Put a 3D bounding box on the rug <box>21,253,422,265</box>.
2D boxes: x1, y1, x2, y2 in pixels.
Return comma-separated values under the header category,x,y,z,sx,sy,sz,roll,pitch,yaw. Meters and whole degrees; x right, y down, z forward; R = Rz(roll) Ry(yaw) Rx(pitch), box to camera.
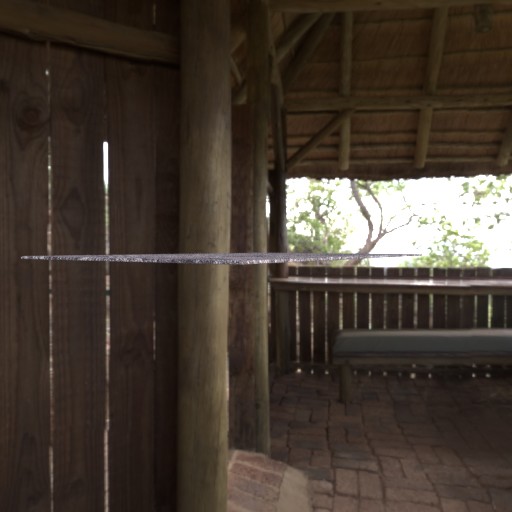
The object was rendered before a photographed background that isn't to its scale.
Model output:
category,x,y,z,sx,sy,sz,roll,pitch,yaw
rug,0.000,0.000,2.286,1.186,0.012,1.814,1,1,35
